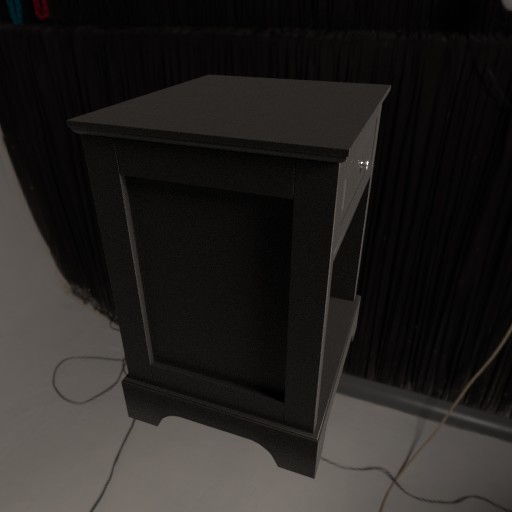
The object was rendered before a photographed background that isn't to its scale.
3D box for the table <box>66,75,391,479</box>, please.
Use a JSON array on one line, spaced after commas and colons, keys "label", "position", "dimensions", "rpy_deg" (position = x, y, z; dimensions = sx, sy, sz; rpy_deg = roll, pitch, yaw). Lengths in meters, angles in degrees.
[{"label": "table", "position": [0.000, 0.000, 0.900], "dimensions": [0.399, 0.610, 0.460], "rpy_deg": [11, 32, 18]}]
